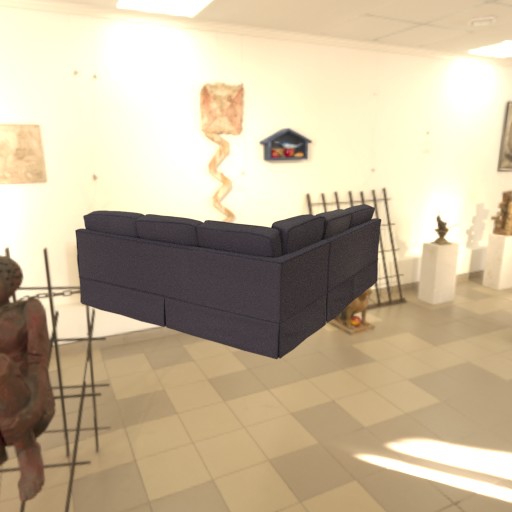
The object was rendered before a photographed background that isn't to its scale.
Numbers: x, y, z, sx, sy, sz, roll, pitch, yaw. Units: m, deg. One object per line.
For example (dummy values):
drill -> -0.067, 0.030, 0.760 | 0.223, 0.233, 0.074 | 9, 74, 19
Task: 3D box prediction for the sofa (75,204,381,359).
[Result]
sofa -> 0.000, 0.000, 5.172 | 3.773, 1.169, 2.874 | -7, 15, -26
